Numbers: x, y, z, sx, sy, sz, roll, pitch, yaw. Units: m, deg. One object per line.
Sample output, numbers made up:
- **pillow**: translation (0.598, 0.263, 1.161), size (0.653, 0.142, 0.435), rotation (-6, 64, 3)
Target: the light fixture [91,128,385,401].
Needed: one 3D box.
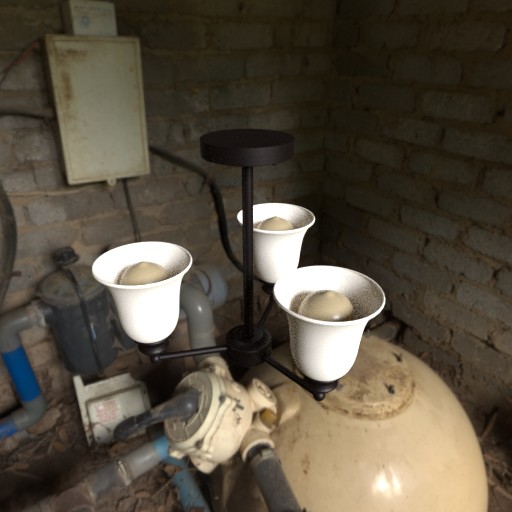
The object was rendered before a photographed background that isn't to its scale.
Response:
- **light fixture**: translation (0.000, 0.000, 0.675), size (0.388, 0.370, 0.354), rotation (8, 28, 16)
